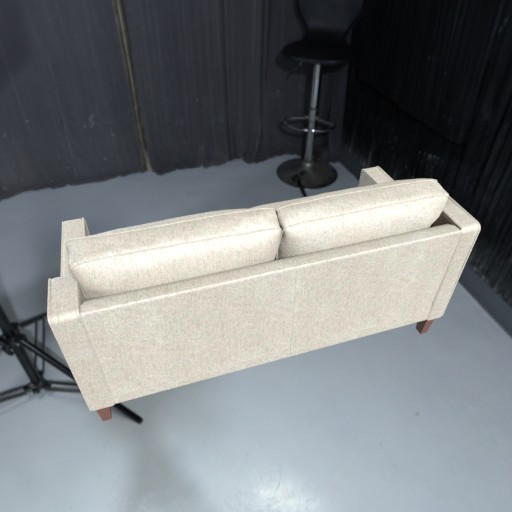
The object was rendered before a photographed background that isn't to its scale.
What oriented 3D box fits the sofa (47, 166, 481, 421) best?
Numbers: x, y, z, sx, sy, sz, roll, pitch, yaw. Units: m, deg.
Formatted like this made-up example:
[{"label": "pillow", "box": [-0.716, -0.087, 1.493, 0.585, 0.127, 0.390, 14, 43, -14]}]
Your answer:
[{"label": "sofa", "box": [0.000, 0.000, 2.711, 2.181, 1.074, 1.073, -12, 42, -14]}]
